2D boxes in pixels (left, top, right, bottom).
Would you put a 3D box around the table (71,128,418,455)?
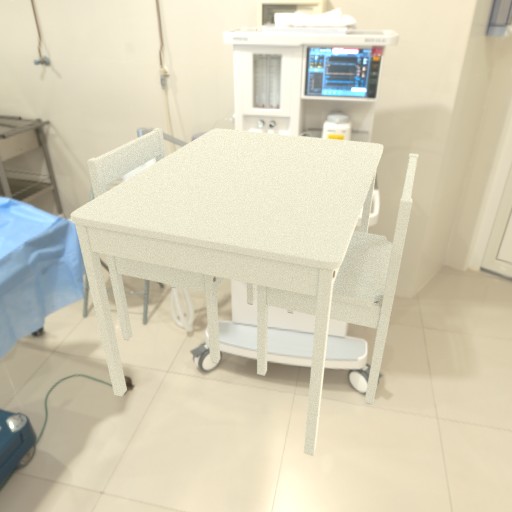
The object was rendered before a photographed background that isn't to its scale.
[{"bbox_3d":[0.000,0.000,1.098,0.672,0.503,0.650,10,32,17],"label":"table"}]
